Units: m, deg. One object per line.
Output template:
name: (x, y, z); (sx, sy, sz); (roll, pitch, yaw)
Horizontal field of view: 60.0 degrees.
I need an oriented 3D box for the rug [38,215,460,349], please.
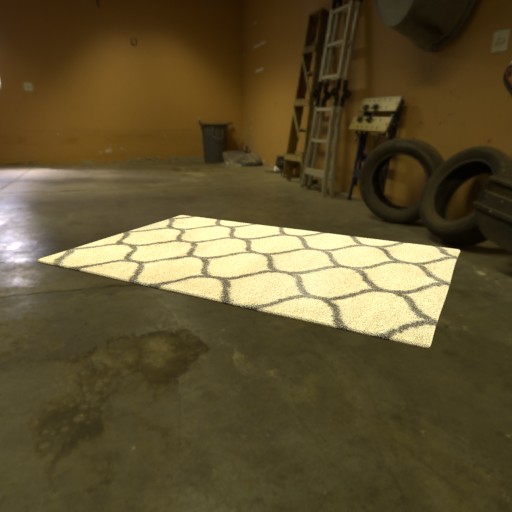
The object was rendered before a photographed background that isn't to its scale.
rug: (0.000, 0.000, 2.905); (2.348, 0.024, 1.501); (9, 20, 27)
